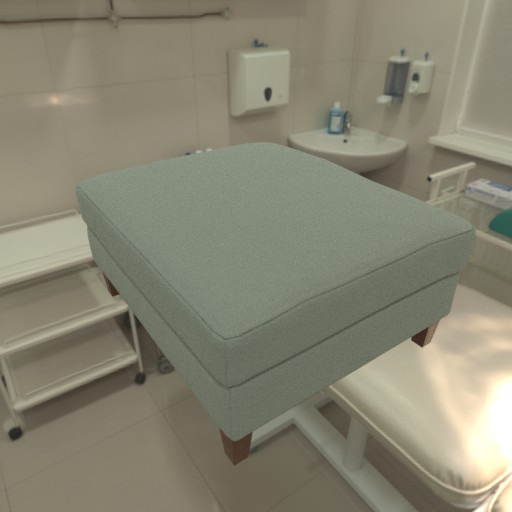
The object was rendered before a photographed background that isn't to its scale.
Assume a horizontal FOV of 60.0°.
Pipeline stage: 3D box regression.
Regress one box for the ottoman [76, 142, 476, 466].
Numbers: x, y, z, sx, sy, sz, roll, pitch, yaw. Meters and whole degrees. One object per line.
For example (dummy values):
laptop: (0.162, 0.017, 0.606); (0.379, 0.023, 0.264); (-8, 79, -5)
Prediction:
ottoman: (0.000, 0.000, 1.455); (0.842, 0.494, 0.991); (-20, 36, -30)
